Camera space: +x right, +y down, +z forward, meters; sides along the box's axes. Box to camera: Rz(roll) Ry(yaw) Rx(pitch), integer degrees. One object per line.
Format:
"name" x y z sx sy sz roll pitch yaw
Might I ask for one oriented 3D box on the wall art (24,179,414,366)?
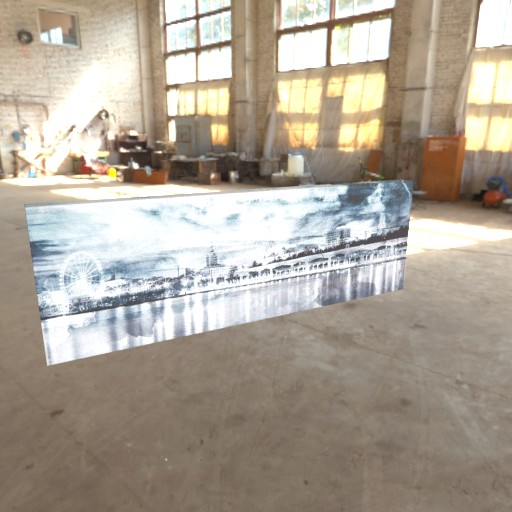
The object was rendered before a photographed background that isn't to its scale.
"wall art" 0.000 0.000 0.847 0.759 0.251 0.037 -8 18 -27
